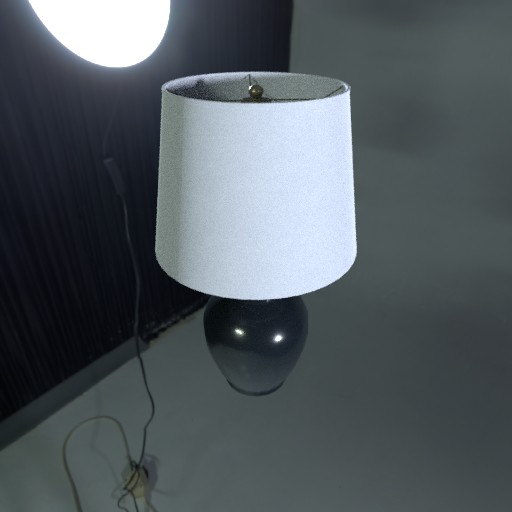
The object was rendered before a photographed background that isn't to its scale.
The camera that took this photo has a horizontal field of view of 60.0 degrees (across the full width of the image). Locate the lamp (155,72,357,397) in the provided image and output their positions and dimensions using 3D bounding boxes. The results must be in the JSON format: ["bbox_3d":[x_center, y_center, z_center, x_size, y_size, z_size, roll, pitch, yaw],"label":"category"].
[{"bbox_3d":[0.000,0.000,0.547,0.239,0.399,0.239,0,30,0],"label":"lamp"}]
